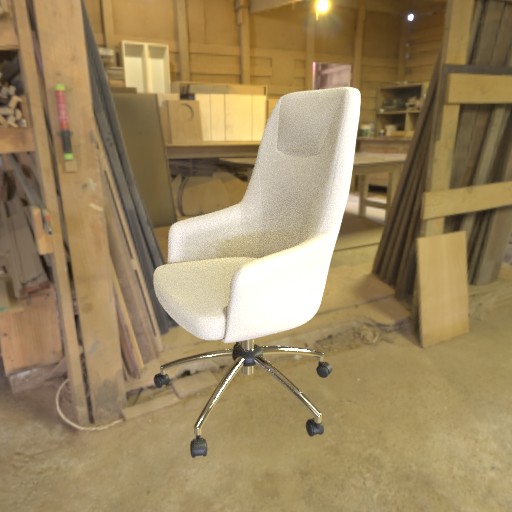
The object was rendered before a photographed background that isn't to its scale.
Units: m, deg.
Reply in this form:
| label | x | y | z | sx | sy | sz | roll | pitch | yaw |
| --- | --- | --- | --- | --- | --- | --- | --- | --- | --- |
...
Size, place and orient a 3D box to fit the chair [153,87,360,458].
| label | x | y | z | sx | sy | sz | roll | pitch | yaw |
| --- | --- | --- | --- | --- | --- | --- | --- | --- | --- |
| chair | 0.000 | 0.000 | 1.467 | 0.640 | 1.049 | 0.620 | -8 | 19 | -26 |
